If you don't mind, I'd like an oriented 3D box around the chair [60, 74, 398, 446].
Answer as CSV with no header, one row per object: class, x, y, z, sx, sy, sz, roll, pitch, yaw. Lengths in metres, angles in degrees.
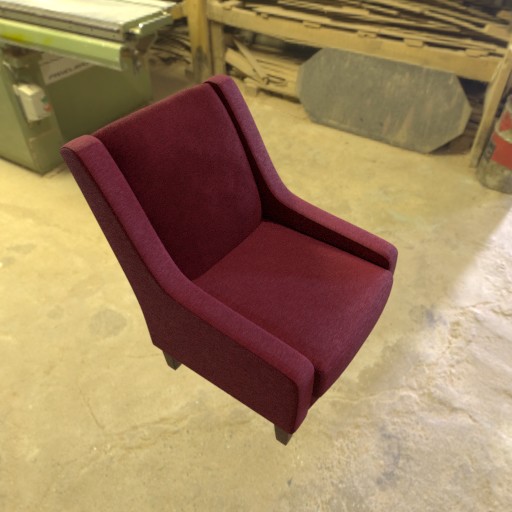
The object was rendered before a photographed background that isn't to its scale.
chair,0.000,0.000,1.733,0.985,1.017,0.793,25,47,26
